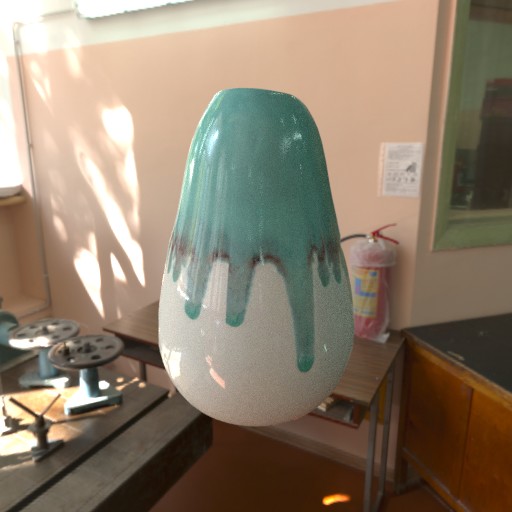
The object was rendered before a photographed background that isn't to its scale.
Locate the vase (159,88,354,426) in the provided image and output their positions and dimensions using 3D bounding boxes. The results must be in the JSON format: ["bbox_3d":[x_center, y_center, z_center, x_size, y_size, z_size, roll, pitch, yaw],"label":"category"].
[{"bbox_3d":[0.000,0.000,0.258,0.116,0.179,0.116,0,14,0],"label":"vase"}]
